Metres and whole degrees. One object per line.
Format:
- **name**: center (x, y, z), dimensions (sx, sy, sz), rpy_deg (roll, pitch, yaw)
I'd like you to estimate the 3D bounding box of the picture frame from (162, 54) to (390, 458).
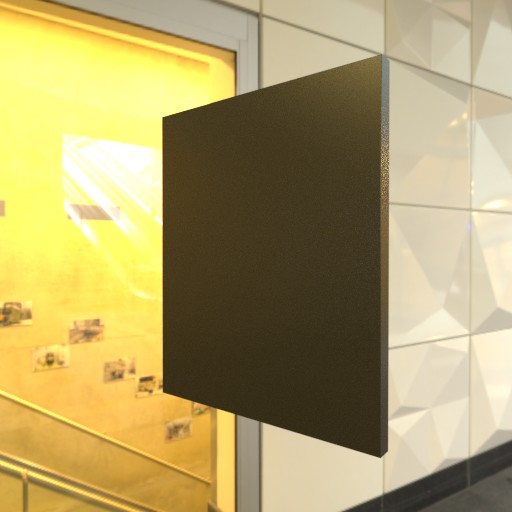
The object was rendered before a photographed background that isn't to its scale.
- **picture frame**: center (0.000, 0.000, 0.763), dimensions (0.460, 0.556, 0.028), rpy_deg (1, 1, 38)
